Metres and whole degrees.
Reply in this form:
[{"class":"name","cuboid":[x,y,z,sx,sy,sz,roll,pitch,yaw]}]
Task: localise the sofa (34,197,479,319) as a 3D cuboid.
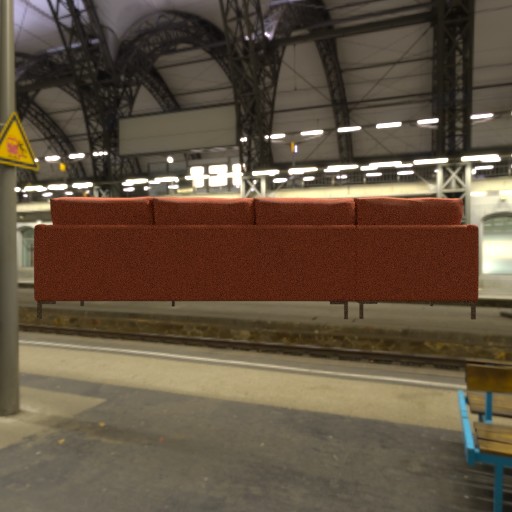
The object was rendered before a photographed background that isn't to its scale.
[{"class":"sofa","cuboid":[0.000,0.000,3.587,2.736,0.757,1.879,0,0,0]}]
